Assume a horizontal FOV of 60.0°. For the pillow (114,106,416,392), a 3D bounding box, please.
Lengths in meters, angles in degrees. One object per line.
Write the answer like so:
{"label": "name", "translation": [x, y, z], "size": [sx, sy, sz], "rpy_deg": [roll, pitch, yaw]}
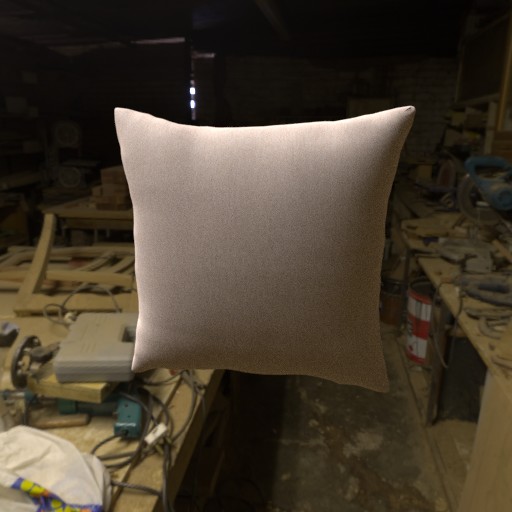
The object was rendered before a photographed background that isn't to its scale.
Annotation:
{"label": "pillow", "translation": [0.000, 0.000, 0.683], "size": [0.433, 0.436, 0.173], "rpy_deg": [3, 17, 9]}
